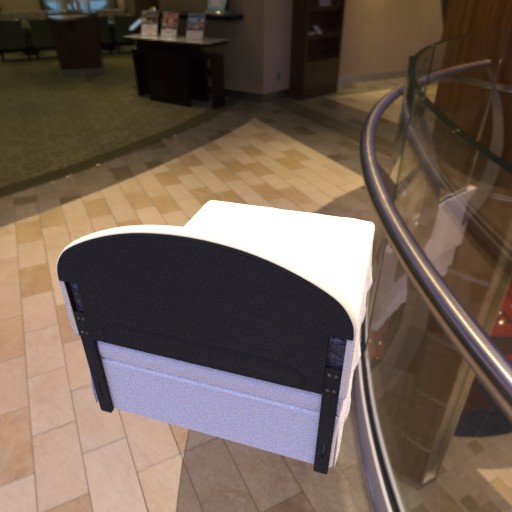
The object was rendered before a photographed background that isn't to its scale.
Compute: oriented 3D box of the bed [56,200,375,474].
[{"bbox_3d":[0.000,0.000,3.068,1.607,1.410,2.005,9,33,15],"label":"bed"}]
